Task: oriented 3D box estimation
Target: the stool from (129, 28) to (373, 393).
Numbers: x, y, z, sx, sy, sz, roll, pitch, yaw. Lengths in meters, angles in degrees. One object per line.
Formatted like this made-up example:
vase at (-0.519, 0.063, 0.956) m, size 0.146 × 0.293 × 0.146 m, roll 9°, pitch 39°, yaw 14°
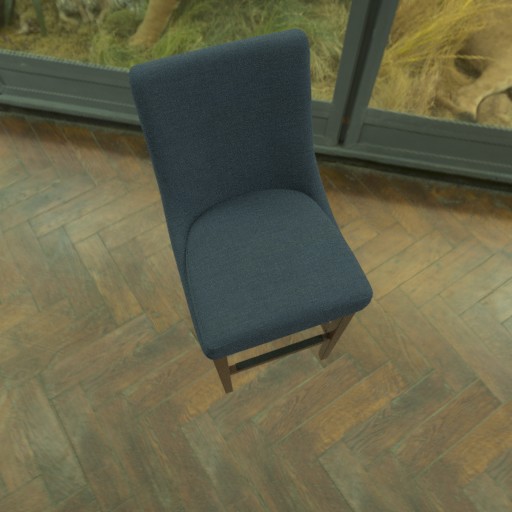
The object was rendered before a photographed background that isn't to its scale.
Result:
stool at (0.000, 0.000, 1.346) m, size 0.470 × 1.078 × 0.577 m, roll -17°, pitch 64°, yaw -9°
